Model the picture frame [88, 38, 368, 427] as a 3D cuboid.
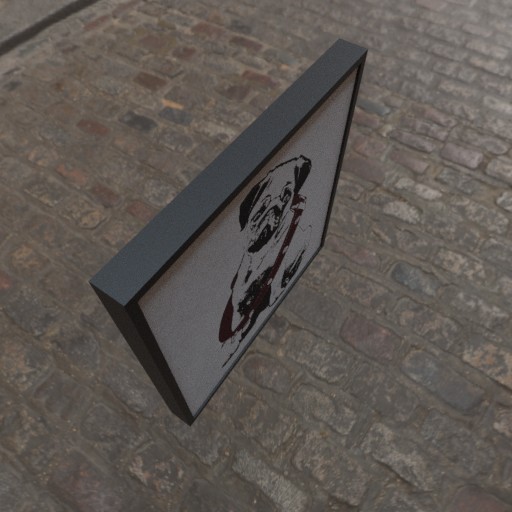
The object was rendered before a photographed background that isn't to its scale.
[{"bbox_3d":[0.000,0.000,0.470,0.030,0.317,0.317,30,62,18],"label":"picture frame"}]
